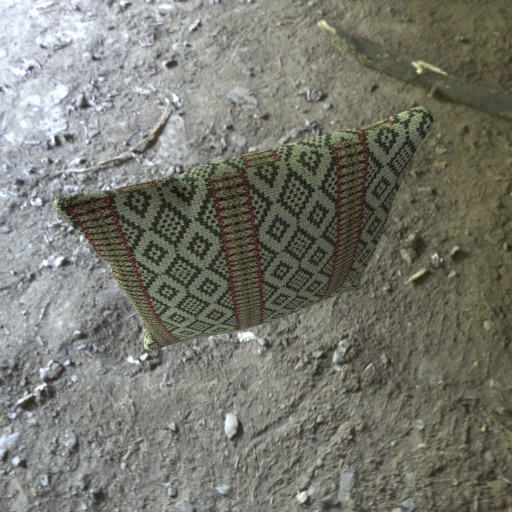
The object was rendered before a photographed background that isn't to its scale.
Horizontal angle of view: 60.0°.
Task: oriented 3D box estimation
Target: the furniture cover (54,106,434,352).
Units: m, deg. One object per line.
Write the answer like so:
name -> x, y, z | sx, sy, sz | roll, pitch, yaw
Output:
furniture cover -> 0.000, 0.000, 0.775 | 0.503, 0.506, 0.182 | -16, 60, -9
